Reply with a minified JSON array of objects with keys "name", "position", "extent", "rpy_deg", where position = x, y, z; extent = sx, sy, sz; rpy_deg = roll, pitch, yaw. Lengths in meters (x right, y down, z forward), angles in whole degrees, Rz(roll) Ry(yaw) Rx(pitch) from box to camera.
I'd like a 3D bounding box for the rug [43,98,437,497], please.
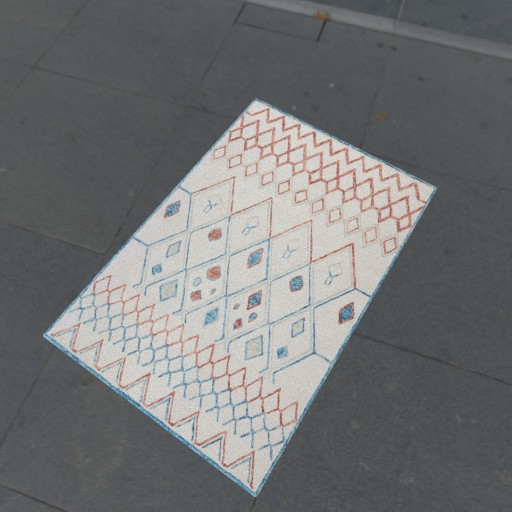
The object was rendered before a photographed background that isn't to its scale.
[{"name":"rug","position":[0.000,0.000,2.293],"extent":[1.219,0.016,1.829],"rpy_deg":[31,68,14]}]
